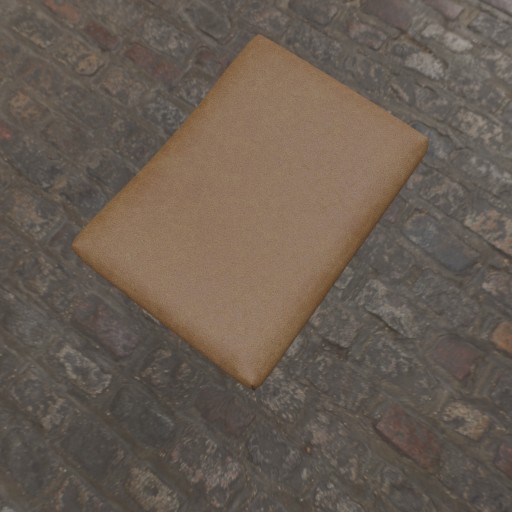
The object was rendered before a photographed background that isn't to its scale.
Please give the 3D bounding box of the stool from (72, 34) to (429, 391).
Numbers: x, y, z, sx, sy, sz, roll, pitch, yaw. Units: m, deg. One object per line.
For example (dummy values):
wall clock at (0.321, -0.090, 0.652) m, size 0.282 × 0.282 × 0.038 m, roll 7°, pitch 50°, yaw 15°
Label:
stool at (0.000, 0.000, 1.014) m, size 0.361 × 0.759 × 0.500 m, roll 36°, pitch 78°, yaw 9°
